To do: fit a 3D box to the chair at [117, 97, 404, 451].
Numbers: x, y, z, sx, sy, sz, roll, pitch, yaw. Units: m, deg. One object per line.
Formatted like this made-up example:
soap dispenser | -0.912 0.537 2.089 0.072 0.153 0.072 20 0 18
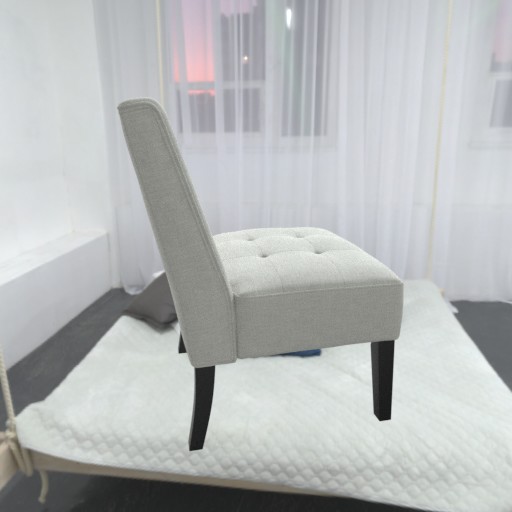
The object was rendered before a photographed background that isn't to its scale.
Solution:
chair | 0.000 0.000 1.297 0.676 0.853 0.569 -4 17 -12
